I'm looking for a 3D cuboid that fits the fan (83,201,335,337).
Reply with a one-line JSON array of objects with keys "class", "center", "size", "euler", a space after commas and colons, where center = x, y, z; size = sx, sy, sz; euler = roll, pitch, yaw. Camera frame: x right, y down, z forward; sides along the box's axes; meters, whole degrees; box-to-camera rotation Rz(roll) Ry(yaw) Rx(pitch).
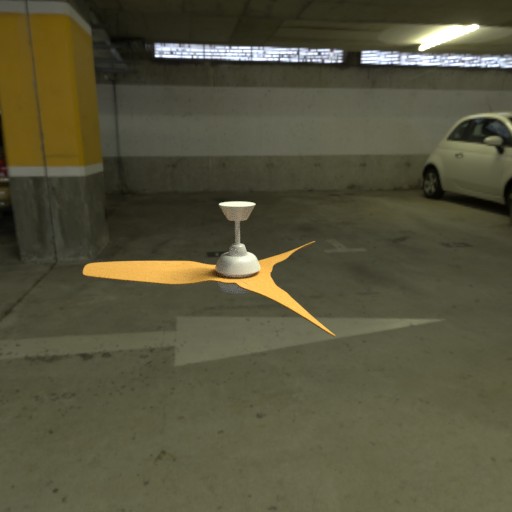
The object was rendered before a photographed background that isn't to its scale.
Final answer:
[{"class": "fan", "center": [0.000, 0.000, 1.661], "size": [1.142, 0.355, 1.010], "euler": [-7, 16, -26]}]
